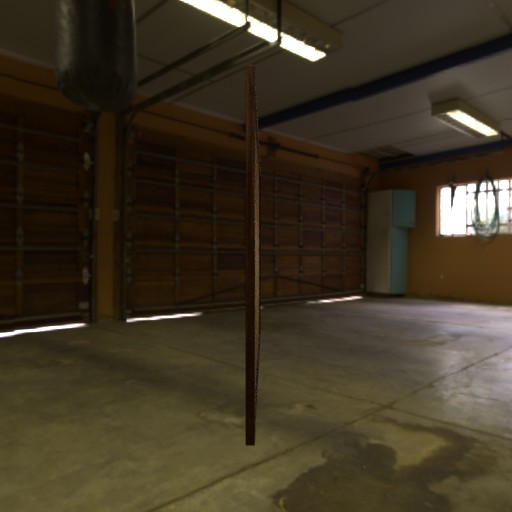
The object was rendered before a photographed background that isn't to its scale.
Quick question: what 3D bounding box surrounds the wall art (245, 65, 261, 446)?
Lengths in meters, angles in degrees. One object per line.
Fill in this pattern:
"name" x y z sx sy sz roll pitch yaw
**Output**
"wall art" 0.000 0.000 1.058 0.014 0.559 0.816 0 0 1
